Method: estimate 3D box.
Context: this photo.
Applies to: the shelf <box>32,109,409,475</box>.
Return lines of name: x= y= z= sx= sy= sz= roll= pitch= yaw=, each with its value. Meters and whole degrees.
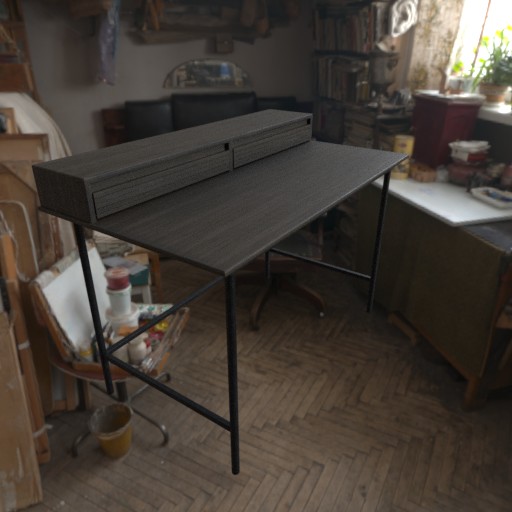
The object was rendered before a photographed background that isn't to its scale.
shelf: x=0.000 y=0.000 z=1.682 sx=0.685 sy=0.865 sz=1.212 roll=17 pitch=32 yaw=31
